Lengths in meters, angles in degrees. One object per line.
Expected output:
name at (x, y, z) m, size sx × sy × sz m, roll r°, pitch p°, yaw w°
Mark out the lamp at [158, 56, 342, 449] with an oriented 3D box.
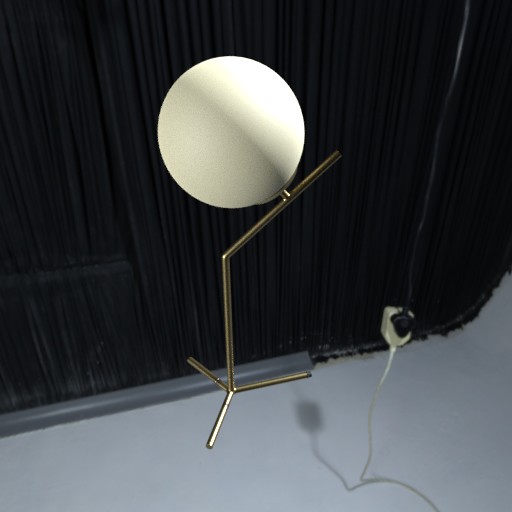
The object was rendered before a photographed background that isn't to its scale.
lamp at (0.000, 0.000, 0.669) m, size 0.251 × 0.552 × 0.210 m, roll -8°, pitch 30°, yaw -14°
